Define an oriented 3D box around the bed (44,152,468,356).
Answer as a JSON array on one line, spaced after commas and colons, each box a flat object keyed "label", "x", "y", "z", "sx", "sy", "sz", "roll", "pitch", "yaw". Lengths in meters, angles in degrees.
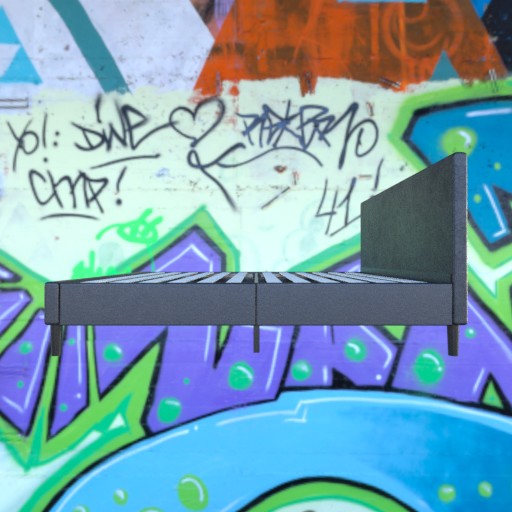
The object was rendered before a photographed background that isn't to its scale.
[{"label": "bed", "x": 0.000, "y": 0.000, "z": 3.257, "sx": 2.152, "sy": 1.046, "sz": 2.018, "roll": 0, "pitch": 0, "yaw": 0}]
